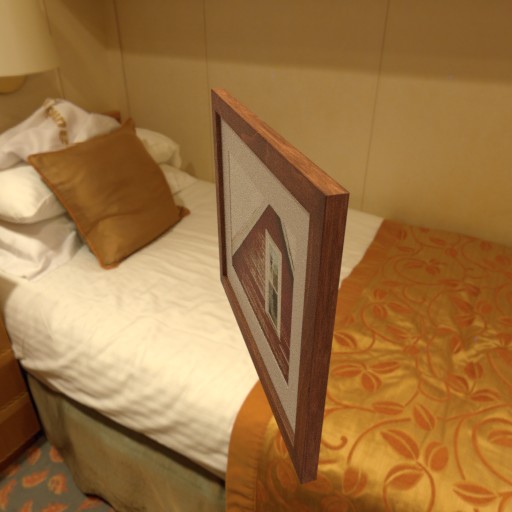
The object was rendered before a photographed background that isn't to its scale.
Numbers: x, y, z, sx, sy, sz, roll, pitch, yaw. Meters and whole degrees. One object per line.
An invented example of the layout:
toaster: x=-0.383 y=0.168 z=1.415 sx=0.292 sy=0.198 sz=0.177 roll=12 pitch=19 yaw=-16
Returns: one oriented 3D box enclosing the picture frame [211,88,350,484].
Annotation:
picture frame: x=0.000 y=0.000 z=0.768 sx=0.025 sy=0.457 sz=0.559 roll=-8 pitch=32 yaw=-14
